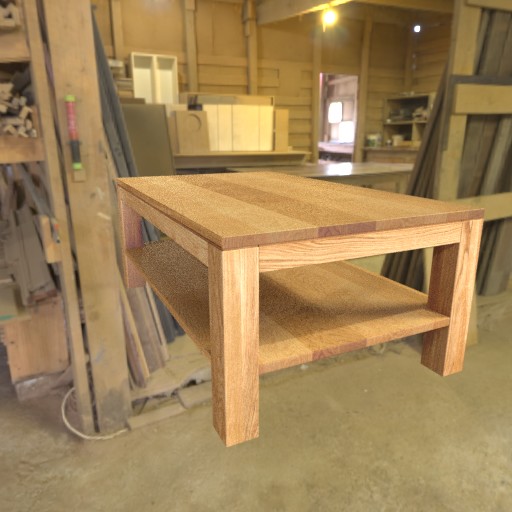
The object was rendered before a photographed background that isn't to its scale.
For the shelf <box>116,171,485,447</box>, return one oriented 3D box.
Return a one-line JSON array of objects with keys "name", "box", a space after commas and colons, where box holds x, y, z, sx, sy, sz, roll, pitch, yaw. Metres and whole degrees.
[{"name": "shelf", "box": [0.000, 0.000, 1.506, 0.700, 0.450, 1.150, -8, 18, -25]}]
